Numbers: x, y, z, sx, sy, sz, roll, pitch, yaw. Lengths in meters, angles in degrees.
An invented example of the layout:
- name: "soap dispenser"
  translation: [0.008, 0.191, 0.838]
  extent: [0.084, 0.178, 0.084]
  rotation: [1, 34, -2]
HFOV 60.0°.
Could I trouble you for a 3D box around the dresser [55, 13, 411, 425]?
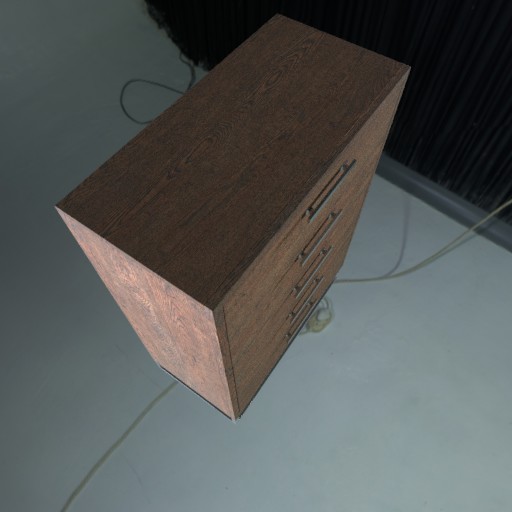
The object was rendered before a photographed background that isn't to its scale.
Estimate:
- name: "dresser"
  translation: [0.000, 0.000, 1.755]
  extent: [0.508, 1.321, 0.965]
  rotation: [31, 64, 17]
